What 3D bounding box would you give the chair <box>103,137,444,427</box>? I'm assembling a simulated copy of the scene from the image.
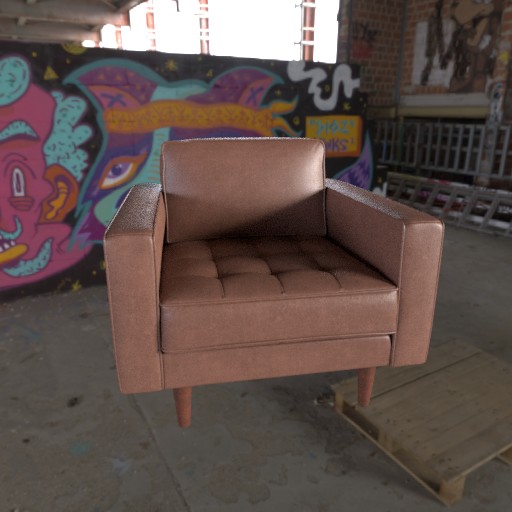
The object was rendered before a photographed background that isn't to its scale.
[{"bbox_3d":[0.000,0.000,1.547,0.920,0.770,0.900,-3,18,-10],"label":"chair"}]
